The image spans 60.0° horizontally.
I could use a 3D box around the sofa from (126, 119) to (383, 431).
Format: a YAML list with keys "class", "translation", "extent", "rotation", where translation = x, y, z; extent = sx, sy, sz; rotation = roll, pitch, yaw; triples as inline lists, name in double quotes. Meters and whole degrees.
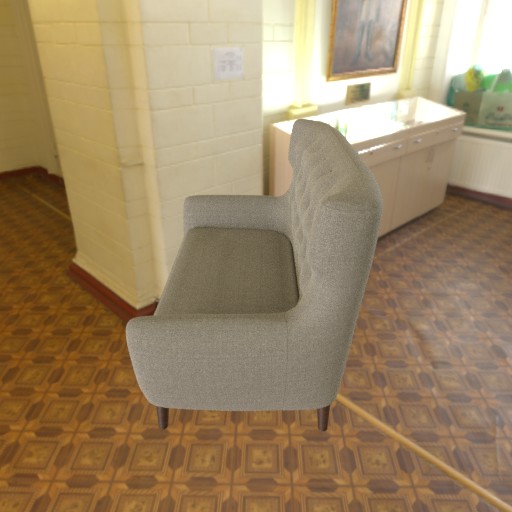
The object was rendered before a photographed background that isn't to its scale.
- class: "sofa"
  translation: [0.000, 0.000, 2.073]
  extent: [0.884, 1.028, 1.386]
  rotation: [0, 27, 1]
